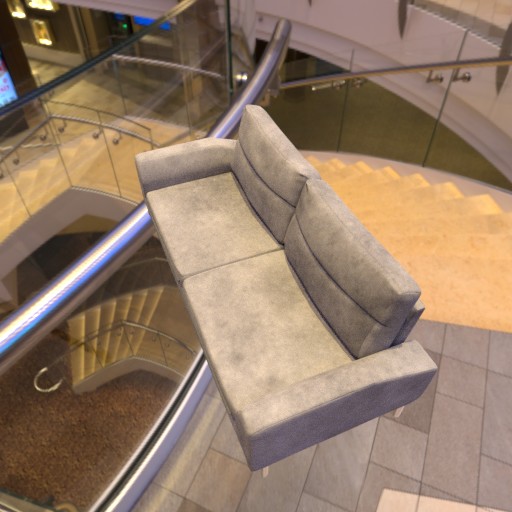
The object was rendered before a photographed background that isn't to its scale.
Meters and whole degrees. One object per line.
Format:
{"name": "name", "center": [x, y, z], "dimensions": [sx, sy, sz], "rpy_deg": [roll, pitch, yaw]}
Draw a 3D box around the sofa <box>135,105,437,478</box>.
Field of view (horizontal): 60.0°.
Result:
{"name": "sofa", "center": [0.000, 0.000, 2.300], "dimensions": [0.849, 0.859, 1.837], "rpy_deg": [-17, 48, -16]}
